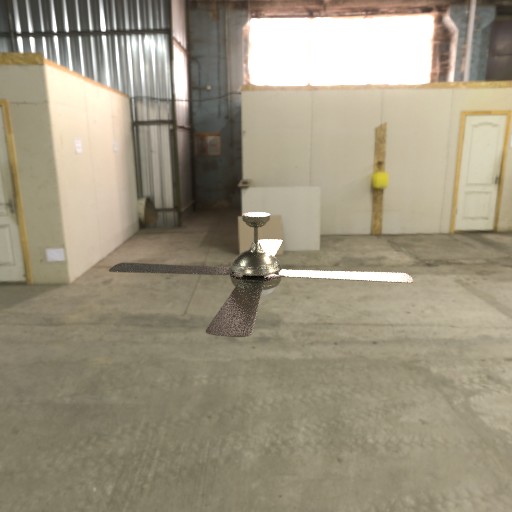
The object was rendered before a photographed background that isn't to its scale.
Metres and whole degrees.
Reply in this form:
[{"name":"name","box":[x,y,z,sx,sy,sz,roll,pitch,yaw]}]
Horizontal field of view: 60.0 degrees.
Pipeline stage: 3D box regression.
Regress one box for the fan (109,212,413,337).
[{"name":"fan","box":[0.000,0.000,2.015,1.321,0.381,1.321,8,16,27]}]
